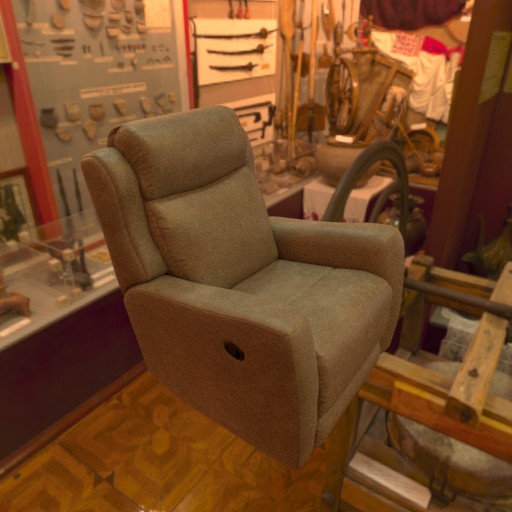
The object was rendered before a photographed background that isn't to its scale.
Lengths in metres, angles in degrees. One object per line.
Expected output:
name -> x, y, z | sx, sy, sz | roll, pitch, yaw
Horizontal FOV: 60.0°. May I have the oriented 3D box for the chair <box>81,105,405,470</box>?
chair -> 0.000, 0.000, 1.922 | 1.068, 1.116, 0.965 | 19, 33, 32
